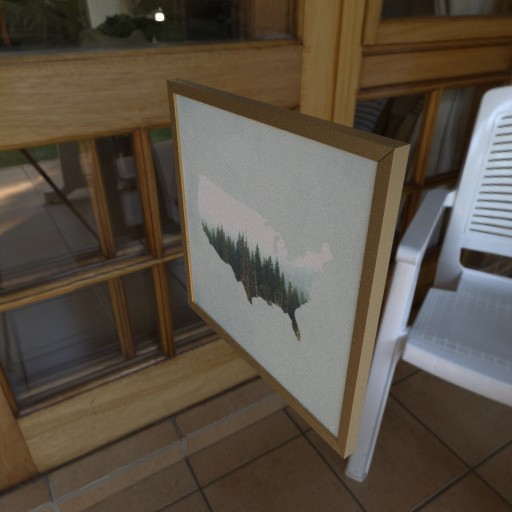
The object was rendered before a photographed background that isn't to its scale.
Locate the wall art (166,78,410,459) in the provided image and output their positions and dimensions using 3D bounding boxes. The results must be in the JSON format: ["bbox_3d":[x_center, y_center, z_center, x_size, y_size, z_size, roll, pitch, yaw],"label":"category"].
[{"bbox_3d":[0.000,0.000,1.144,0.038,0.762,0.762,-21,37,-31],"label":"wall art"}]
